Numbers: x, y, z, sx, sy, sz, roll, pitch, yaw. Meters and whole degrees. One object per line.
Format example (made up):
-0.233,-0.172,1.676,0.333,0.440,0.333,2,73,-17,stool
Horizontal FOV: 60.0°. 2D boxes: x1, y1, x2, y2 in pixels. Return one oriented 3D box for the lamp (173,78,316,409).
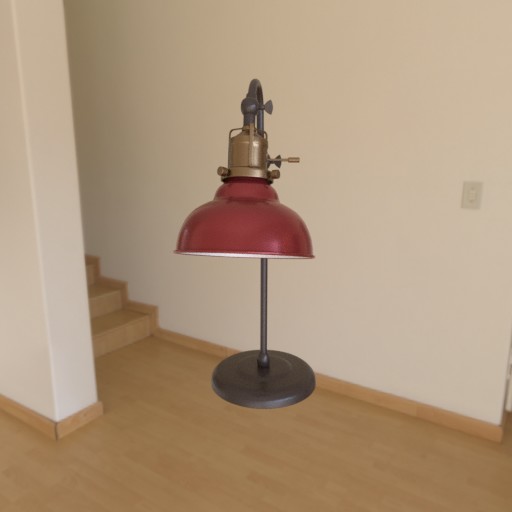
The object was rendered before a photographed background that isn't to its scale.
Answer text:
0.000,0.000,0.675,0.192,0.508,0.374,2,12,8,lamp
